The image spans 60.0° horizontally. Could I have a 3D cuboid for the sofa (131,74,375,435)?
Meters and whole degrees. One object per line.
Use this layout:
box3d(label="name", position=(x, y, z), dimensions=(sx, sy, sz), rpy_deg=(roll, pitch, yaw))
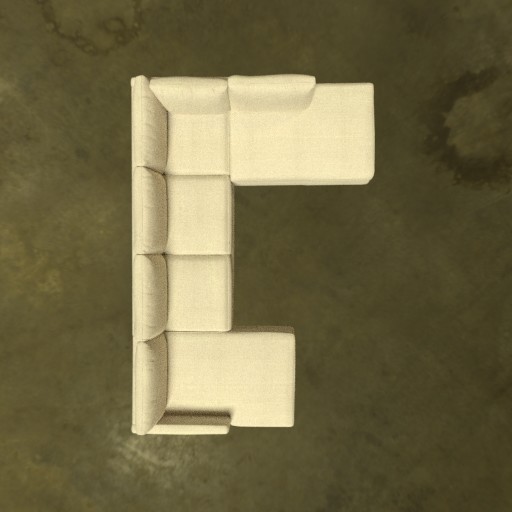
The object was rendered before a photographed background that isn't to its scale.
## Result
box3d(label="sofa", position=(0.000, 0.000, 3.502), dimensions=(1.879, 0.756, 2.737), rpy_deg=(0, 91, 0))
